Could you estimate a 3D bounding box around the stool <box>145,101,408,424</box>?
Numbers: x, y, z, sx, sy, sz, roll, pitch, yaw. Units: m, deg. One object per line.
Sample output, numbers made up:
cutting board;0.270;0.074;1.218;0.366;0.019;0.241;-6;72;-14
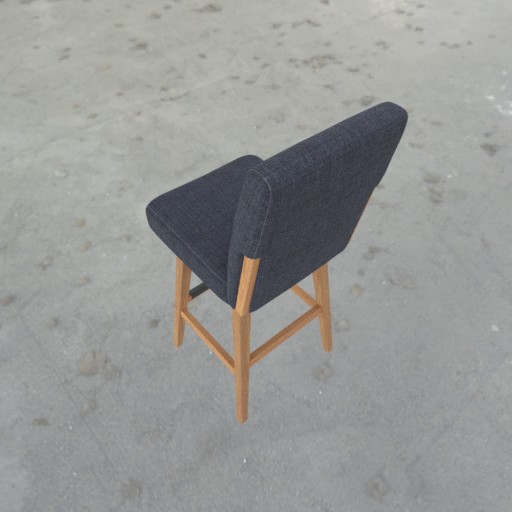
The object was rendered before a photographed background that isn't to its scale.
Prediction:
stool;0.000;0.000;1.410;0.483;1.112;0.570;-32;54;-27
